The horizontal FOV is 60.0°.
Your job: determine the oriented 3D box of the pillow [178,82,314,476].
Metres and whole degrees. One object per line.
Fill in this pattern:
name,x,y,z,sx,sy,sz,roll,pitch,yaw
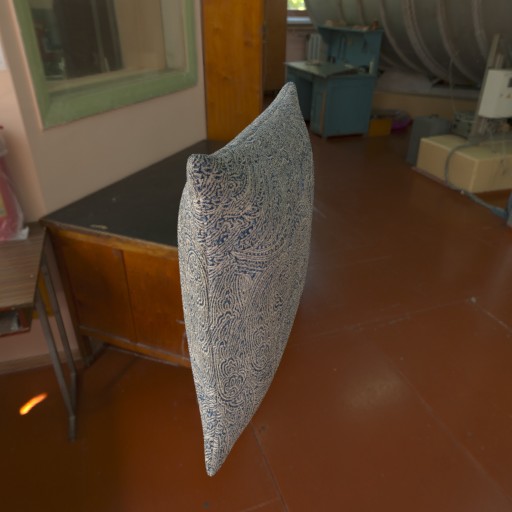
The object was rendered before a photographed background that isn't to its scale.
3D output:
pillow,0.000,0.000,0.780,0.166,0.510,0.523,8,30,13
